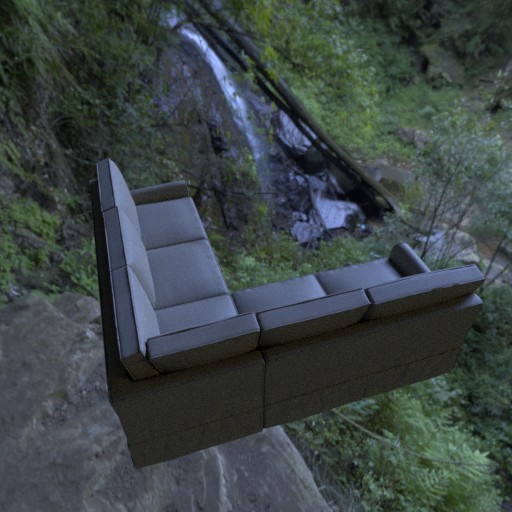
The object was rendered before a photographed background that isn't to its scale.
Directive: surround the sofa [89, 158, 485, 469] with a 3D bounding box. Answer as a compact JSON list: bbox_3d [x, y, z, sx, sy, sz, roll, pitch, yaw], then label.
[{"bbox_3d":[0.000,0.000,3.945,2.618,1.081,2.623,-12,42,-14],"label":"sofa"}]
